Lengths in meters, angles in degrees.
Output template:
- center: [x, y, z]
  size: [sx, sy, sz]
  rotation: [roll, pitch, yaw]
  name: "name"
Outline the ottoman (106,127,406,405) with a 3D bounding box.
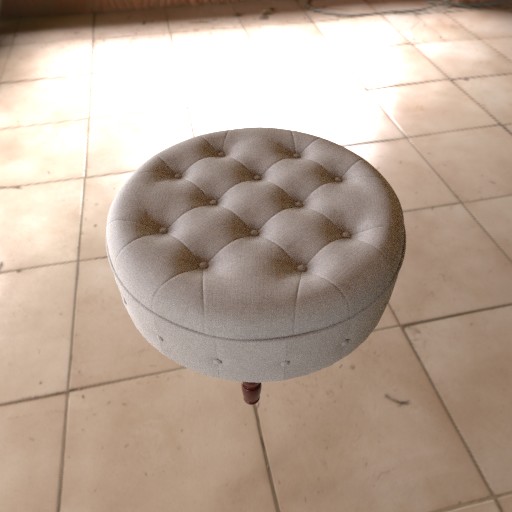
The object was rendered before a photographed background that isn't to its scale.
- center: [0.000, 0.000, 1.403]
  size: [0.849, 0.478, 0.849]
  rotation: [0, 46, 0]
  name: "ottoman"
